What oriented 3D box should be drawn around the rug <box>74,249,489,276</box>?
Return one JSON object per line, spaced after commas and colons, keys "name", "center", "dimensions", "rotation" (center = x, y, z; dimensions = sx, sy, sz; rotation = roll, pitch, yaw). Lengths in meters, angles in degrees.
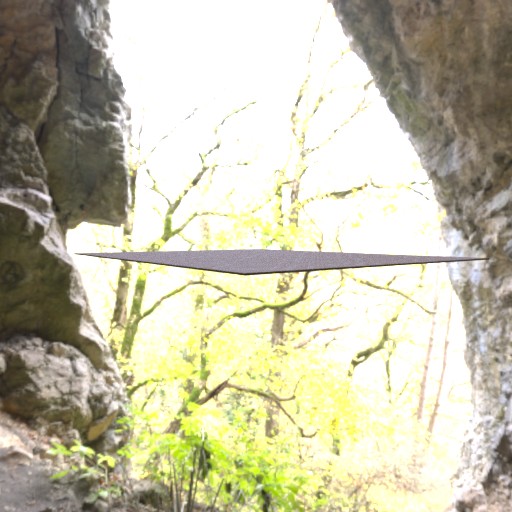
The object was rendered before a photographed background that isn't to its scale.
{"name": "rug", "center": [0.000, 0.000, 3.857], "dimensions": [2.286, 0.013, 2.894], "rotation": [-2, 3, -37]}
